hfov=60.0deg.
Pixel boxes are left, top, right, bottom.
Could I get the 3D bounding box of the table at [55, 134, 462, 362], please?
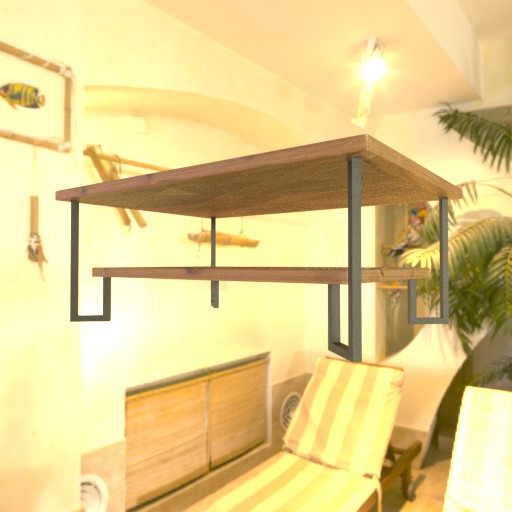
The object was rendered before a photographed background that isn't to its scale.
[{"bbox_3d":[0.000,0.000,1.644,1.238,0.492,0.877,-1,-1,37],"label":"table"}]
